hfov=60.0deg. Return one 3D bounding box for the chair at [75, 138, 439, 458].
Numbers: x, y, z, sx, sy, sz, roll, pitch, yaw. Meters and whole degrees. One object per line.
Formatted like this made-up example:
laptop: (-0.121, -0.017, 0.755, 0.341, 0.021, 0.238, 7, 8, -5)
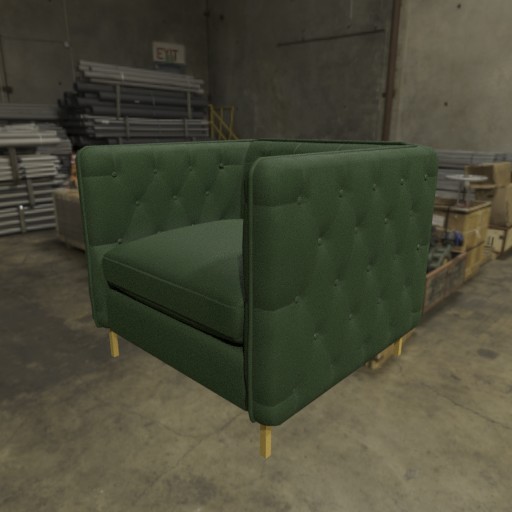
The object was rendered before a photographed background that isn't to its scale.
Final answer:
chair: (0.000, 0.000, 1.543, 0.917, 0.768, 0.855, 15, 22, 41)
